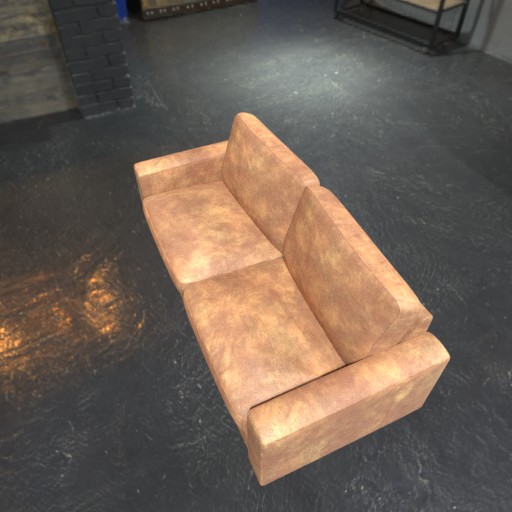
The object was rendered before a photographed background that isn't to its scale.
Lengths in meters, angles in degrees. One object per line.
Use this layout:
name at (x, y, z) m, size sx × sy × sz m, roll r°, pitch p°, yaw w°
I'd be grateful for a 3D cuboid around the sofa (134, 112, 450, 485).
sofa at (0.000, 0.000, 2.692) m, size 1.016 × 0.873 × 2.179 m, roll -18°, pitch 49°, yaw -17°
